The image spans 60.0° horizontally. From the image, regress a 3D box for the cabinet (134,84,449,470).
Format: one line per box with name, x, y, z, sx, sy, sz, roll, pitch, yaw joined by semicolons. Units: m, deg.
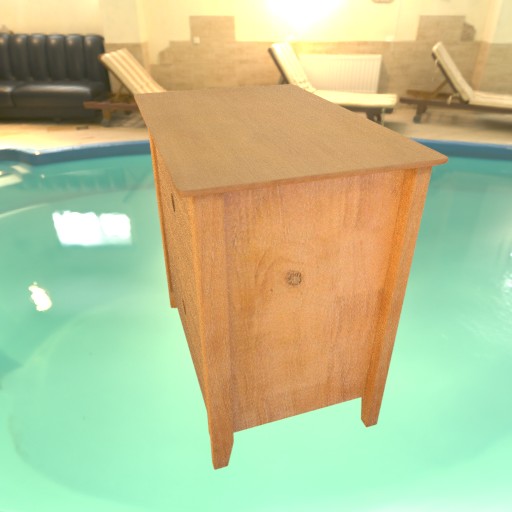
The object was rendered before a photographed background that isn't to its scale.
cabinet;0.000;0.000;1.248;0.503;0.762;0.763;-10;33;-15
